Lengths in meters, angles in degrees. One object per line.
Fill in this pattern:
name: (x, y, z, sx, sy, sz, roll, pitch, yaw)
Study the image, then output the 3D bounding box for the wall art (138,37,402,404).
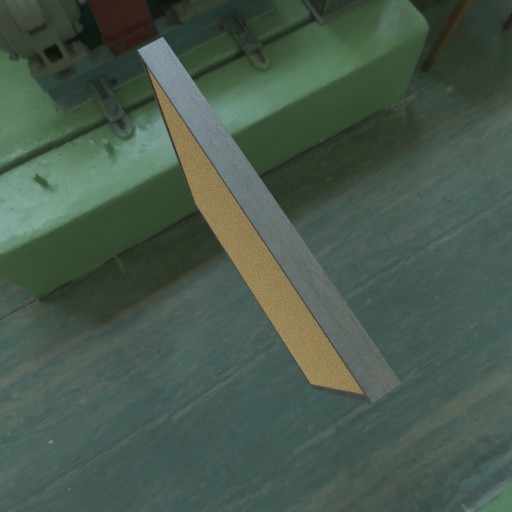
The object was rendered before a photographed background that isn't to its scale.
wall art: (0.000, 0.000, 0.757, 0.037, 0.507, 0.507, -31, 77, -8)
